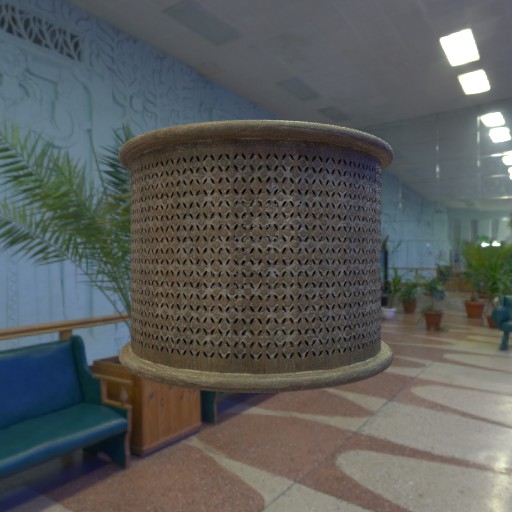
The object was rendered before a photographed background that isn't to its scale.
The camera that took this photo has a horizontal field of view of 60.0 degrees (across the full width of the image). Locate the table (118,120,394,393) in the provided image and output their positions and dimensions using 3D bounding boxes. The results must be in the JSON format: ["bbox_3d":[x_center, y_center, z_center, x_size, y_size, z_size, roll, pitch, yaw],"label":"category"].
[{"bbox_3d":[0.000,0.000,1.023,0.607,0.450,0.607,0,0,0],"label":"table"}]
